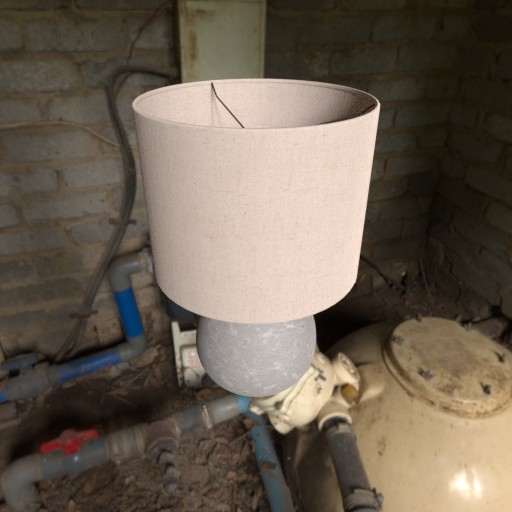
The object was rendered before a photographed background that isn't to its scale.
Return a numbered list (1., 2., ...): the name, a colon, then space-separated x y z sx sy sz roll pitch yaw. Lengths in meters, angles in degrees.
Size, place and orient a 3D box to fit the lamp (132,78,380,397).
1. lamp: 0.000 0.000 0.597 0.269 0.409 0.269 18 35 27
